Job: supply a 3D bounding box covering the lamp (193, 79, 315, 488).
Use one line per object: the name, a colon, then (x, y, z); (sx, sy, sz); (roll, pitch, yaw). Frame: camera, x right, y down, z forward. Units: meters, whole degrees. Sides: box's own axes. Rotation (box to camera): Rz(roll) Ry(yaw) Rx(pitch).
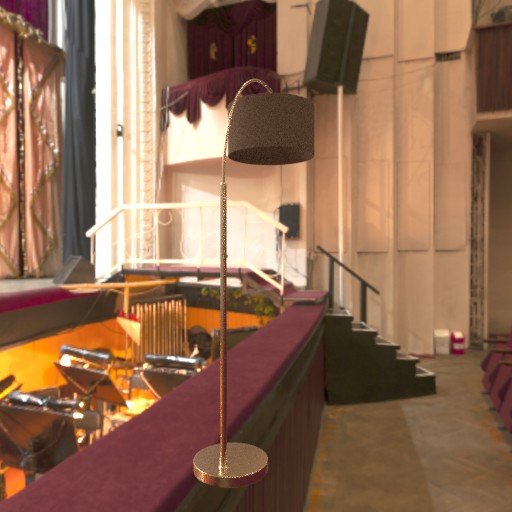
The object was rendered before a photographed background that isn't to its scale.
lamp: (0.000, 0.000, 2.106); (0.452, 1.735, 0.934); (0, 1, 19)
